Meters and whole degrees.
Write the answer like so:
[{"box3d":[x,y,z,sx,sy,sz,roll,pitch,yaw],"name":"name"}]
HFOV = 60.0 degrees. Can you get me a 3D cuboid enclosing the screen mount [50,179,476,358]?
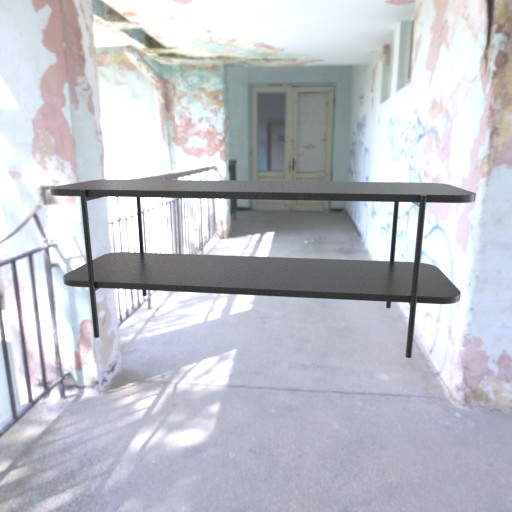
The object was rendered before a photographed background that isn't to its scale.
[{"box3d":[0.000,0.000,1.420,1.200,0.447,0.400,2,14,8],"name":"screen mount"}]
